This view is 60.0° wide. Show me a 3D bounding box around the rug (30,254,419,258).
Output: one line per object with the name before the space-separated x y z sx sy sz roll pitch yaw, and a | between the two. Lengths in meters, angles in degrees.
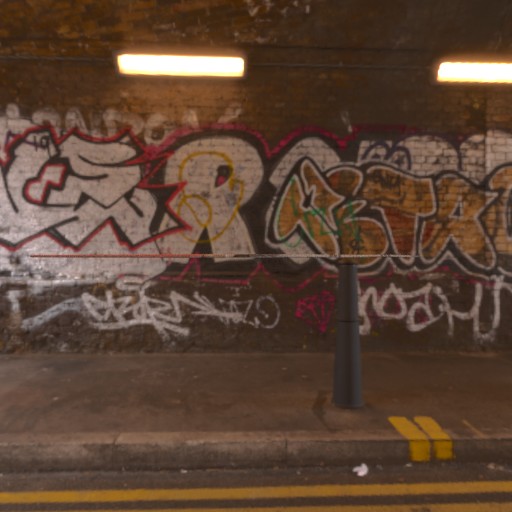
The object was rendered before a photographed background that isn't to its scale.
rug | 0.000 0.000 2.984 1.530 0.017 2.446 0 0 36
